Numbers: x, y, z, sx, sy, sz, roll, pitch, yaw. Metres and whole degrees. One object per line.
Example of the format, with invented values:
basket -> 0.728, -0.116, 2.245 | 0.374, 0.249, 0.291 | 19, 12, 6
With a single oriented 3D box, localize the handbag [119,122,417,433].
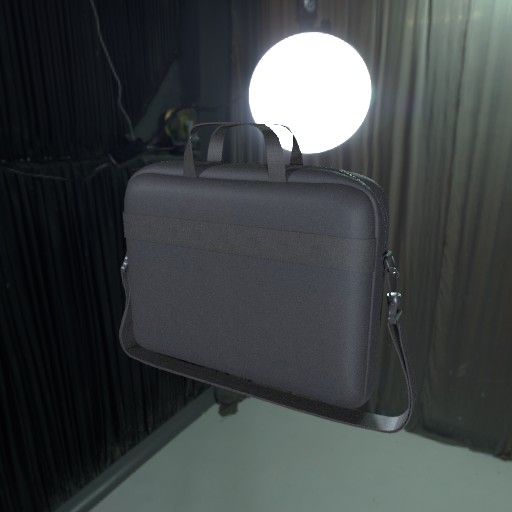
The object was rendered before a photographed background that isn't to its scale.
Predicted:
handbag -> 0.000, 0.000, 0.574 | 0.429, 0.330, 0.126 | 8, 18, 27
